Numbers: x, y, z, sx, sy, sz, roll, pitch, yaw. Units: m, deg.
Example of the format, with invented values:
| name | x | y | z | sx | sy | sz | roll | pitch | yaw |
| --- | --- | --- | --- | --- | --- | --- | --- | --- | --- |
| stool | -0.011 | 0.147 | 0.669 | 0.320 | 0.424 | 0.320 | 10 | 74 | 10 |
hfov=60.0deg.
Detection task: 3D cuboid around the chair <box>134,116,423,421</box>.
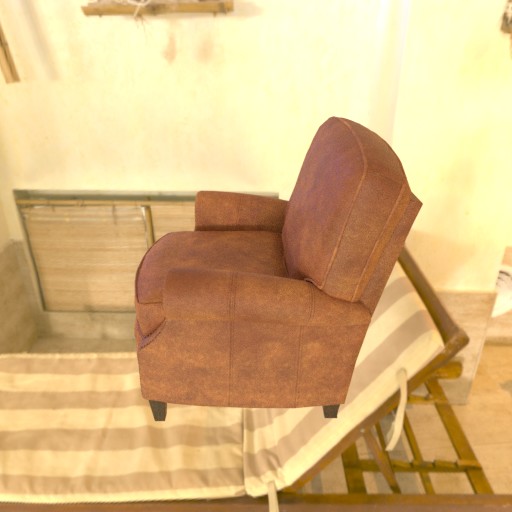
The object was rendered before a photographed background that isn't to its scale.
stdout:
| name | x | y | z | sx | sy | sz | roll | pitch | yaw |
| --- | --- | --- | --- | --- | --- | --- | --- | --- | --- |
| chair | 0.000 | 0.000 | 1.754 | 0.986 | 1.018 | 0.936 | 0 | 26 | 0 |
